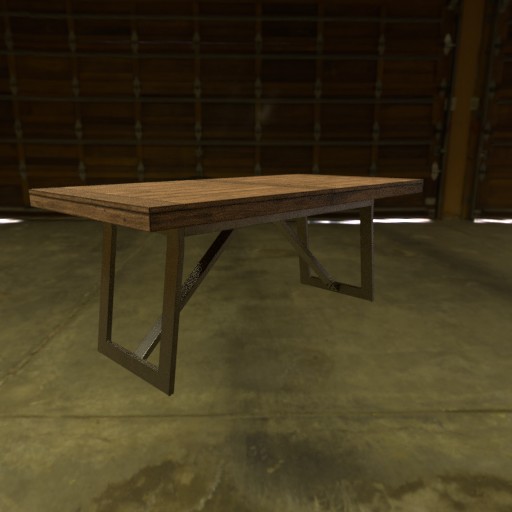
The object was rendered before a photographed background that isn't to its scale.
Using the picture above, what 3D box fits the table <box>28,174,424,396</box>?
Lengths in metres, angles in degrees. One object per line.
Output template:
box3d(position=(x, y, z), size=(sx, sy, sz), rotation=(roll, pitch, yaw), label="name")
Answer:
box3d(position=(0.000, 0.000, 2.342), size=(0.931, 0.757, 1.867), rotation=(12, 18, 42), label="table")
